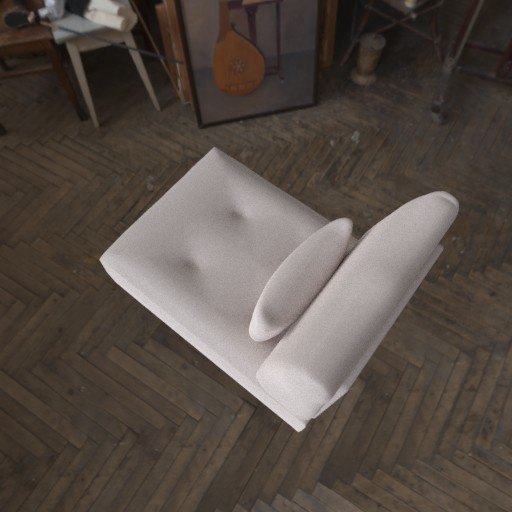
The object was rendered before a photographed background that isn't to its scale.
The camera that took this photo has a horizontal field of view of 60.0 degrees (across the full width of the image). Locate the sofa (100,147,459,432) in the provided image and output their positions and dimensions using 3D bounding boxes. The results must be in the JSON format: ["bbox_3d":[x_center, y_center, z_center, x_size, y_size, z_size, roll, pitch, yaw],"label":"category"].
[{"bbox_3d":[0.000,0.000,1.591,1.000,0.820,0.700,35,69,16],"label":"sofa"}]
